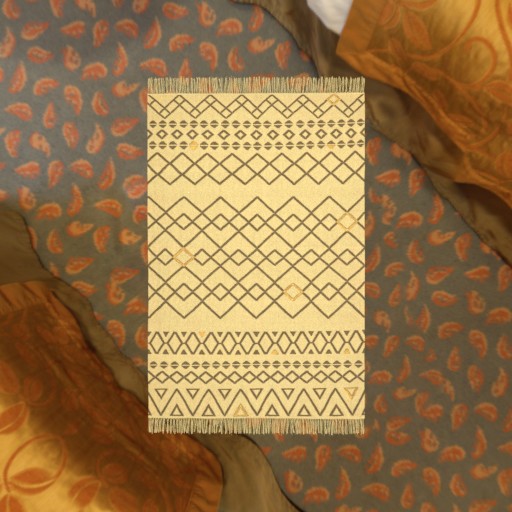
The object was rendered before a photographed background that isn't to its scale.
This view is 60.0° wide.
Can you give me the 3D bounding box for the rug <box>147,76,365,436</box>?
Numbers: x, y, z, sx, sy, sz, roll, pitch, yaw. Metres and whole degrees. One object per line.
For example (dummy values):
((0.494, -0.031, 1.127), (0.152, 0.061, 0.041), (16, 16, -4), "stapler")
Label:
((0.000, 0.000, 3.049), (1.495, 0.035, 2.472), (0, 90, 1), "rug")
